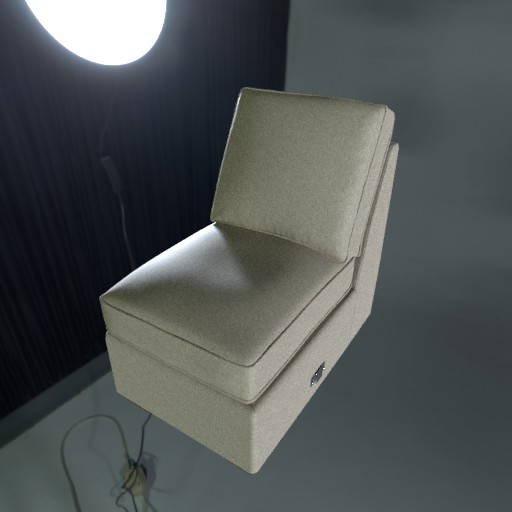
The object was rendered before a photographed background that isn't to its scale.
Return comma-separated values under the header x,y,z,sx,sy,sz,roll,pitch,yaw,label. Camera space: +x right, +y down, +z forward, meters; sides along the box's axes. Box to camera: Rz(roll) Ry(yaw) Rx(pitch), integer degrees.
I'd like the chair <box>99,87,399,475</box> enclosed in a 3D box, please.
x,y,z,sx,sy,sz,roll,pitch,yaw,label
0.000,0.000,1.671,0.674,1.058,1.020,18,35,28,chair
